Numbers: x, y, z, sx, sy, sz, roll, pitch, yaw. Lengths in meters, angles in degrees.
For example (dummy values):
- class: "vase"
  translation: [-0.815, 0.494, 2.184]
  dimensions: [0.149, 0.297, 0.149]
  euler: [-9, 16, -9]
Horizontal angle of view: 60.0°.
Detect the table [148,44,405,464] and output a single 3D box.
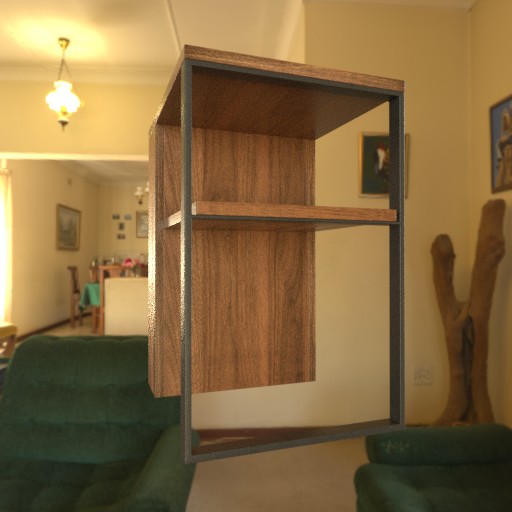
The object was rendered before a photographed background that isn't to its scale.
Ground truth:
- class: "table"
  translation: [0.000, 0.000, 1.573]
  dimensions: [0.660, 1.041, 0.786]
  euler: [0, 0, -20]
